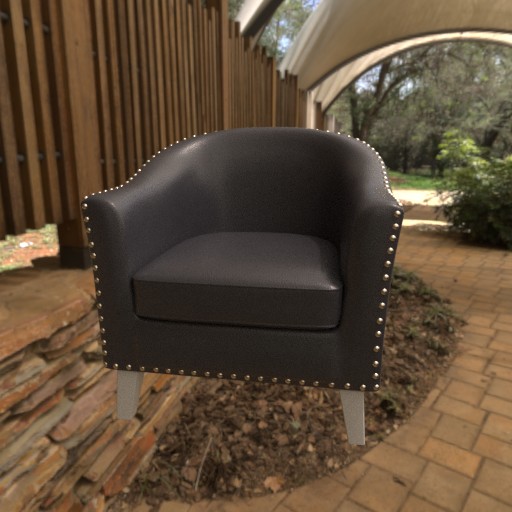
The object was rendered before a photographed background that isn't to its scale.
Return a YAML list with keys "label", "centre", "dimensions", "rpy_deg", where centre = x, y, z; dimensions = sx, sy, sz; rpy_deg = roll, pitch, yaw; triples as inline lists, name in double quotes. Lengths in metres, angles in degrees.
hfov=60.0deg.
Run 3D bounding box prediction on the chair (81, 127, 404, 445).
- label: "chair"
  centre: [0.000, 0.000, 1.425]
  dimensions: [0.794, 0.823, 0.748]
  rpy_deg: [2, 14, 9]
